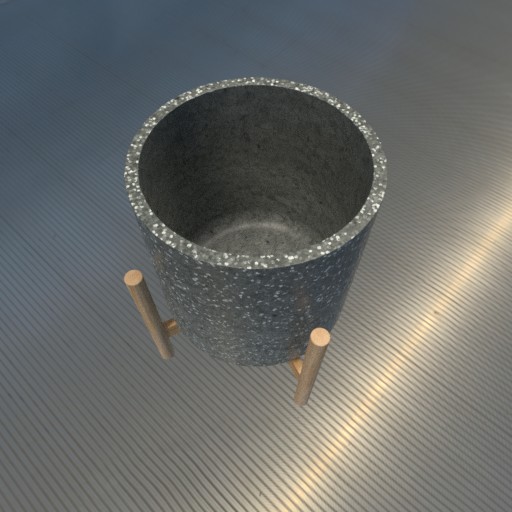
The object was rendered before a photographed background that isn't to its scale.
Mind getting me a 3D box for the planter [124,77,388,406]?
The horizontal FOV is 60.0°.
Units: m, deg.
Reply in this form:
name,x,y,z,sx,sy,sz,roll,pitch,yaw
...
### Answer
name,x,y,z,sx,sy,sz,roll,pitch,yaw
planter,0.000,0.000,0.691,0.360,0.419,0.360,-3,57,-2
